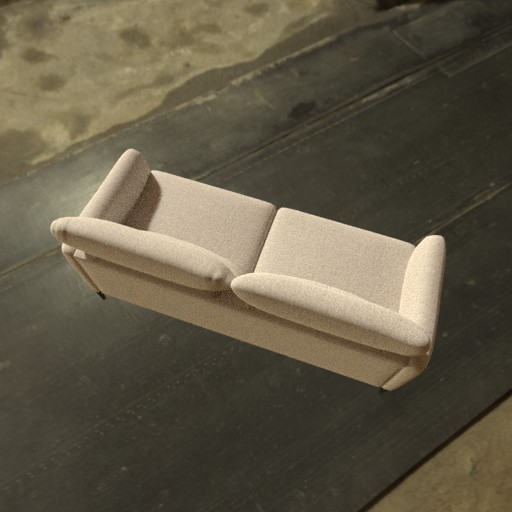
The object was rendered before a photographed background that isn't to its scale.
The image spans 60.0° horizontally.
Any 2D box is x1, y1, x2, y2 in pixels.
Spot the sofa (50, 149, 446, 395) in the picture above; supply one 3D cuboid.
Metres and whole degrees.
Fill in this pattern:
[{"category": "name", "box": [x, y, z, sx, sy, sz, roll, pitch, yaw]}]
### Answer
[{"category": "sofa", "box": [0.000, 0.000, 2.517, 2.015, 0.956, 0.856, 17, 64, 9]}]
